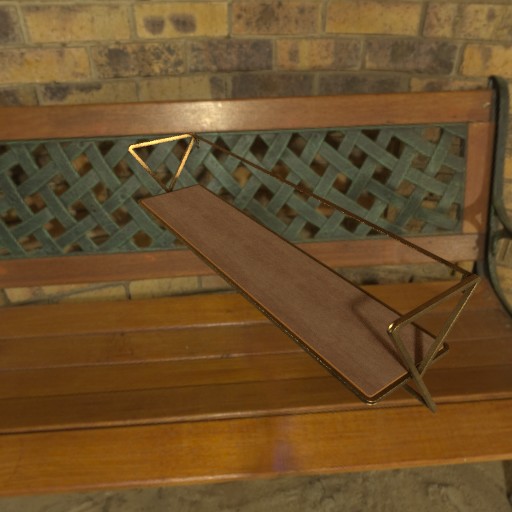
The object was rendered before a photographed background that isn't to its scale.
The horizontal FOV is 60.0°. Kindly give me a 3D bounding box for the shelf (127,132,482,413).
[{"bbox_3d":[0.000,0.000,0.731,0.150,0.229,0.645,-21,38,-30],"label":"shelf"}]
